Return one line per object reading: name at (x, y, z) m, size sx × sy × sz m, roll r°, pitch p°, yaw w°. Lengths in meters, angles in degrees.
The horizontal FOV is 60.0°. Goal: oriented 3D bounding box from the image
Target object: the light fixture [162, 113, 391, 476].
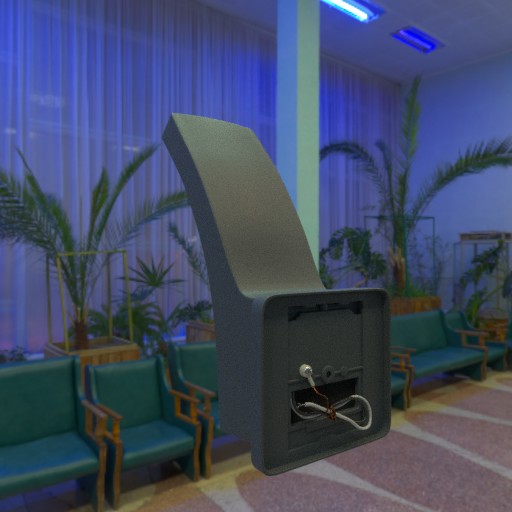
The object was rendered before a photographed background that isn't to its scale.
light fixture at (0.000, 0.000, 0.337) m, size 0.108 × 0.243 × 0.174 m, roll 0°, pitch -1°, yaw -35°
